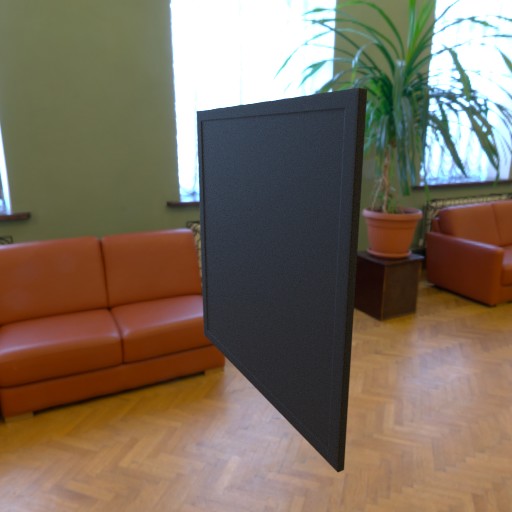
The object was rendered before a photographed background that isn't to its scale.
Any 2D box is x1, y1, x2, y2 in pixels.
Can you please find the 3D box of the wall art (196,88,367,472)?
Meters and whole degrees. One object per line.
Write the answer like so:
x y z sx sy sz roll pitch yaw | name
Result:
0.000 0.000 0.853 0.012 0.558 0.562 -8 17 -27 | wall art
